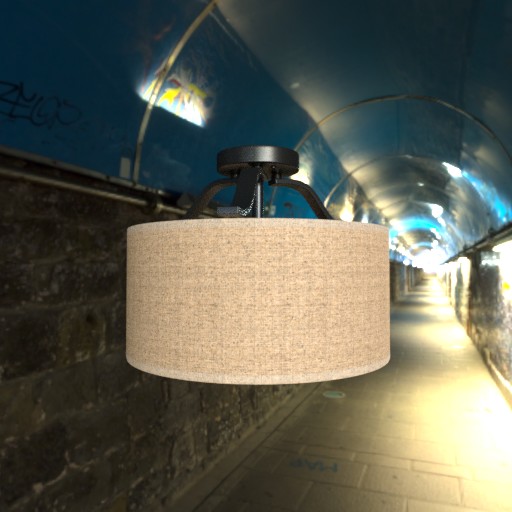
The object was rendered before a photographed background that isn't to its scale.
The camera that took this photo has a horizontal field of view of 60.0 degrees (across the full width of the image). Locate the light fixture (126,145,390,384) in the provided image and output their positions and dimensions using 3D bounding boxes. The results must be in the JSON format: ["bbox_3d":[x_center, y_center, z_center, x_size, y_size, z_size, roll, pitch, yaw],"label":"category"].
[{"bbox_3d":[0.000,0.000,0.675,0.390,0.306,0.390,0,-1,0],"label":"light fixture"}]
